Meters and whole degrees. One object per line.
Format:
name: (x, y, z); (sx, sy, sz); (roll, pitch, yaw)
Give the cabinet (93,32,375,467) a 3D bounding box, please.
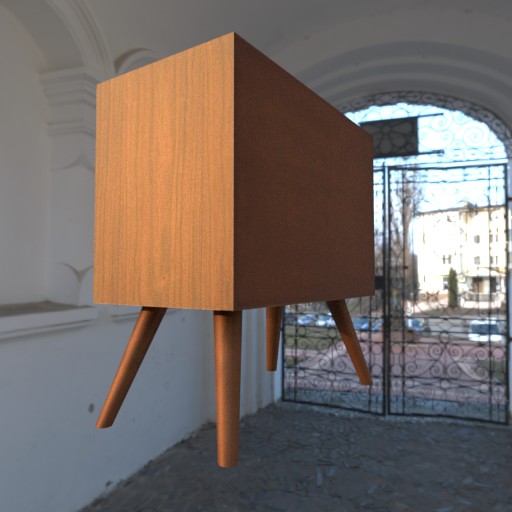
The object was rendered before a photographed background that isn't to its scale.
cabinet: (0.000, 0.000, 1.158); (0.388, 0.748, 0.712); (-2, -3, 34)
